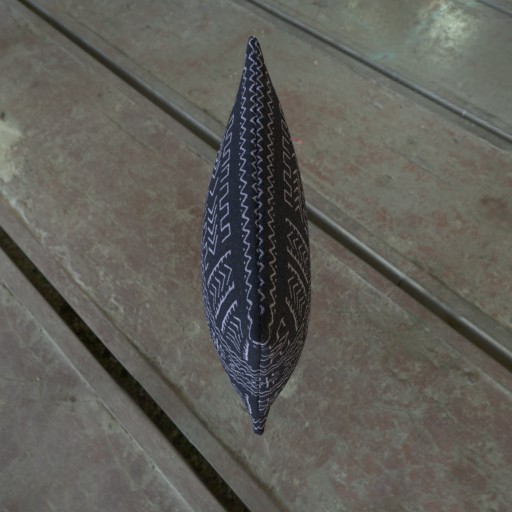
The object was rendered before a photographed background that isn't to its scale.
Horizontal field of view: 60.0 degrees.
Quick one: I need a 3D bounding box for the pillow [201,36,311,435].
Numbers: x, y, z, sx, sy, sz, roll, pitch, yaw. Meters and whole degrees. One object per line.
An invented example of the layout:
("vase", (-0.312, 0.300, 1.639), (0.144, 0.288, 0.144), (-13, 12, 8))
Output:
("pillow", (0.000, 0.000, 0.663), (0.164, 0.430, 0.438), (-1, 59, 0))
